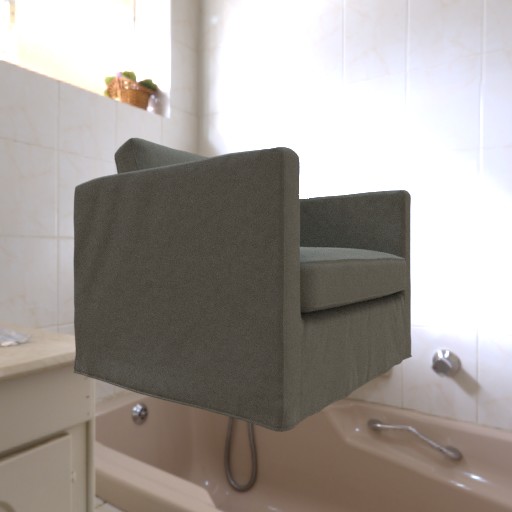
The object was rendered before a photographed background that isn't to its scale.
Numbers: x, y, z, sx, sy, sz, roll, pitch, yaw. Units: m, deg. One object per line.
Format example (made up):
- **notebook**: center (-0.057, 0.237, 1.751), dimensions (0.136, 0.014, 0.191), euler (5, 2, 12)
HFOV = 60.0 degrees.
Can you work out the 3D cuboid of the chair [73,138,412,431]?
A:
- **chair**: center (0.000, 0.000, 1.765), dimensions (0.949, 0.863, 1.057), euler (0, 0, 36)
